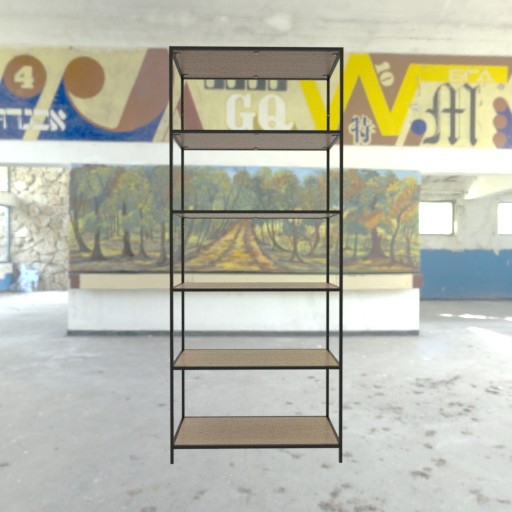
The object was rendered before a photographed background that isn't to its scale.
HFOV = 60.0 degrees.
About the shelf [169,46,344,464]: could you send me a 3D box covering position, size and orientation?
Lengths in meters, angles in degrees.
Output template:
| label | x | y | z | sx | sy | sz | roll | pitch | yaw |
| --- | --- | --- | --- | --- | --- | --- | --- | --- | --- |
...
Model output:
| label | x | y | z | sx | sy | sz | roll | pitch | yaw |
| --- | --- | --- | --- | --- | --- | --- | --- | --- | --- |
| shelf | 0.000 | 0.000 | 2.141 | 0.770 | 1.850 | 0.350 | 0 | 1 | -1 |
